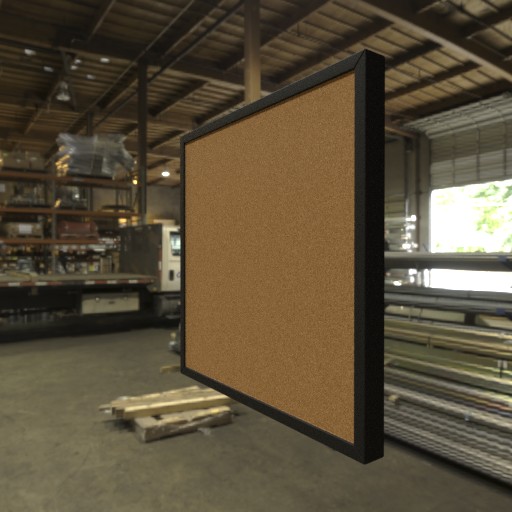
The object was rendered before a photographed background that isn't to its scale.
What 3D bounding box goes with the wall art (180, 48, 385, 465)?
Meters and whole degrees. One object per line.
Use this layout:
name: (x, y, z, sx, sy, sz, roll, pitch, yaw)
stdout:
wall art: (0.000, 0.000, 0.756, 0.037, 0.508, 0.508, 0, 1, -36)
